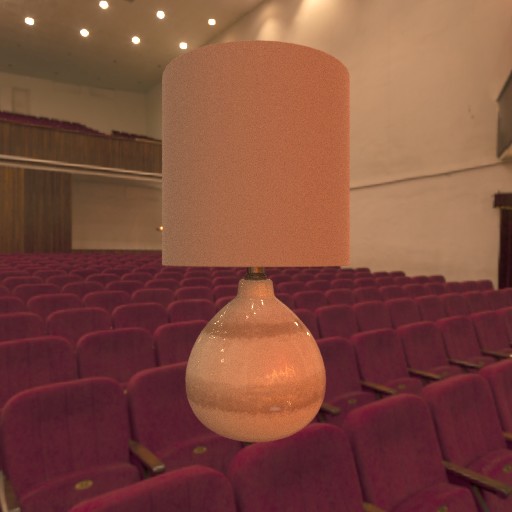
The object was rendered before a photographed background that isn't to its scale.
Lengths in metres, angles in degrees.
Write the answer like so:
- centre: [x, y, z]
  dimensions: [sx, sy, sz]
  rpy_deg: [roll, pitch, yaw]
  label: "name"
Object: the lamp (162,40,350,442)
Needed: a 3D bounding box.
- centre: [0.000, 0.000, 0.522]
  dimensions: [0.217, 0.404, 0.217]
  rpy_deg: [0, 0, -37]
  label: "lamp"
